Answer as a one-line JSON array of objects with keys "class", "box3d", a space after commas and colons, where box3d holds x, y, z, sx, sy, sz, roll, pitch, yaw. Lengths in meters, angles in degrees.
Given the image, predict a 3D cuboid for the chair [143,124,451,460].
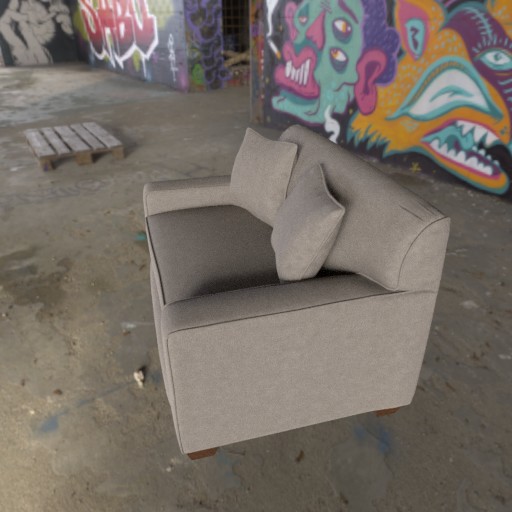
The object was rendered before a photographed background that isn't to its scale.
[{"class": "chair", "box3d": [0.000, 0.000, 2.076, 0.992, 0.953, 1.395, -8, 30, -13]}]
